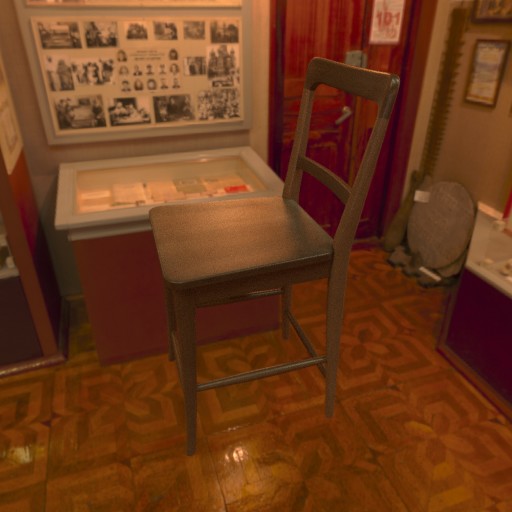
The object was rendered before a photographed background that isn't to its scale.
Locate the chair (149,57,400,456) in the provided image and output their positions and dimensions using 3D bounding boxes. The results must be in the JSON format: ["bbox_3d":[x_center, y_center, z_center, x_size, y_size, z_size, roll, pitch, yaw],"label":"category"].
[{"bbox_3d":[0.000,0.000,1.259,0.546,0.991,0.450,-8,30,-15],"label":"chair"}]
